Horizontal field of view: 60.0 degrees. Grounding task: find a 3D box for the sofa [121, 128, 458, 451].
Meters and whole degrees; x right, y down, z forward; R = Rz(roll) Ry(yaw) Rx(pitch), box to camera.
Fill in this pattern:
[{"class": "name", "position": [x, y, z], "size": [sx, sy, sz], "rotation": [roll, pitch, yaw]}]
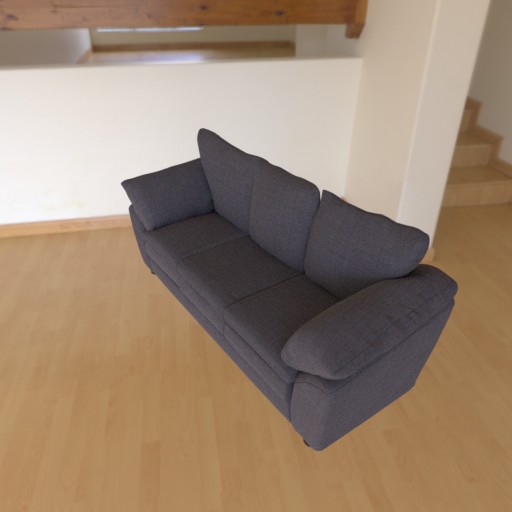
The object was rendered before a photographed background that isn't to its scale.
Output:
[{"class": "sofa", "position": [0.000, 0.000, 2.857], "size": [0.883, 1.080, 2.336], "rotation": [-20, 37, -29]}]
